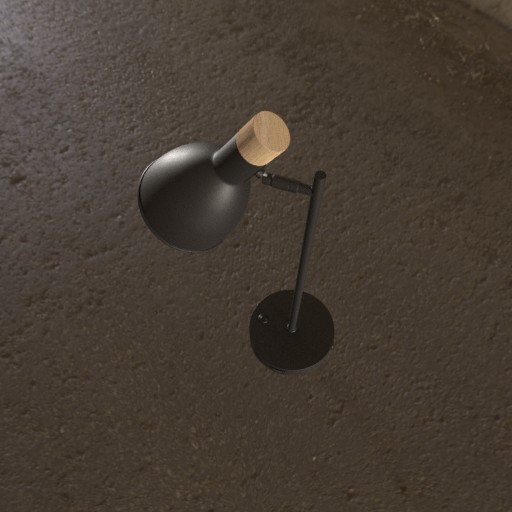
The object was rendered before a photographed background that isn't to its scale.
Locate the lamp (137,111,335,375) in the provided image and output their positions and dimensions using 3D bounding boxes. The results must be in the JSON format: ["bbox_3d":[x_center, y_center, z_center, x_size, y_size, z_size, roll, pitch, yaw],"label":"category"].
[{"bbox_3d":[0.000,0.000,0.604,0.287,0.483,0.152,17,61,10],"label":"lamp"}]
